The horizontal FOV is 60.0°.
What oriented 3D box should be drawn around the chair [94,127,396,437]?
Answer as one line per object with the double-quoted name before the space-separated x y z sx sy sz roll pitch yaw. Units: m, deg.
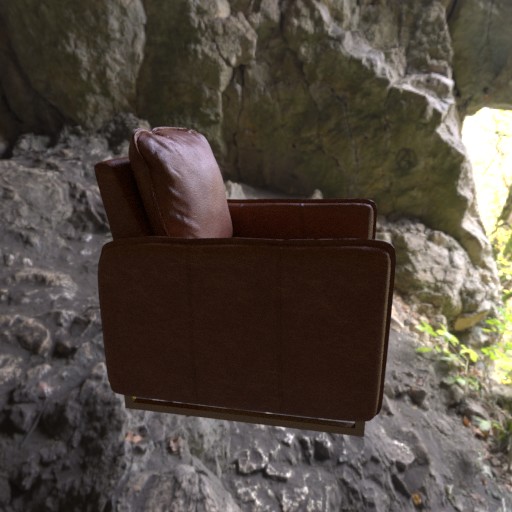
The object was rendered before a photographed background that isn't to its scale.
"chair" 0.000 0.000 1.649 0.922 0.922 0.830 3 17 10
